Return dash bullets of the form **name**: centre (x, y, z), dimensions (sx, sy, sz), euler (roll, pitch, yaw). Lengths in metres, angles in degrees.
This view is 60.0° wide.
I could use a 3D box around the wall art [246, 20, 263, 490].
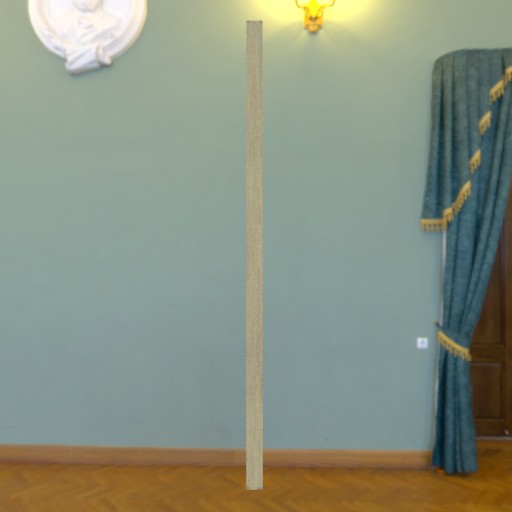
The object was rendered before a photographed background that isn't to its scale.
- **wall art**: centre (0.000, 0.000, 0.759), dimensions (0.020, 0.561, 0.460), euler (0, -1, 0)
